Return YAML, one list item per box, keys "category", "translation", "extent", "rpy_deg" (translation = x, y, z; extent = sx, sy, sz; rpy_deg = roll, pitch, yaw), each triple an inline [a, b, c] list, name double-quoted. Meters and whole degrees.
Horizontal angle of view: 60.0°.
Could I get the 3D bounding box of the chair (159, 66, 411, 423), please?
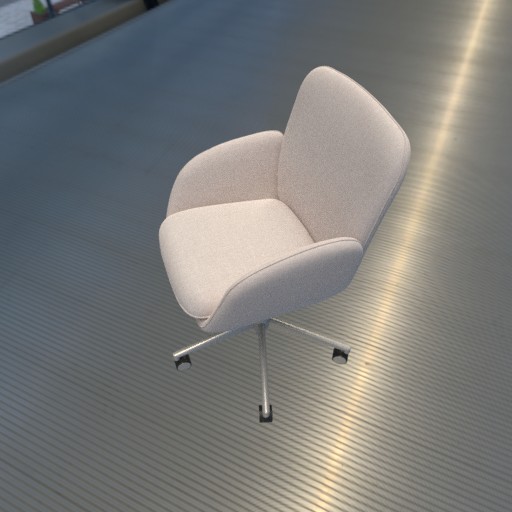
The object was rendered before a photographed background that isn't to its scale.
- category: "chair"
  translation: [0.000, 0.000, 1.374]
  extent: [0.633, 0.959, 0.648]
  rpy_deg: [-15, 48, -14]
